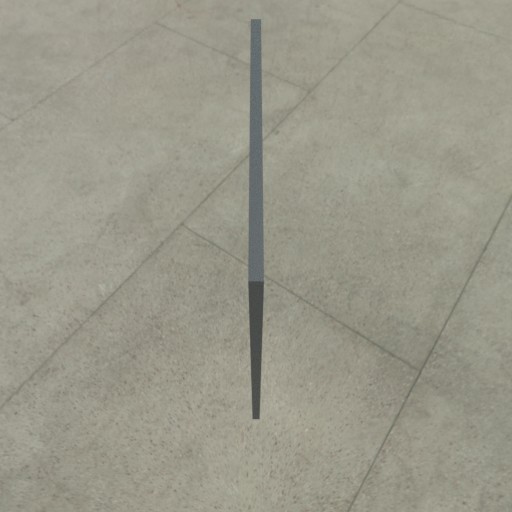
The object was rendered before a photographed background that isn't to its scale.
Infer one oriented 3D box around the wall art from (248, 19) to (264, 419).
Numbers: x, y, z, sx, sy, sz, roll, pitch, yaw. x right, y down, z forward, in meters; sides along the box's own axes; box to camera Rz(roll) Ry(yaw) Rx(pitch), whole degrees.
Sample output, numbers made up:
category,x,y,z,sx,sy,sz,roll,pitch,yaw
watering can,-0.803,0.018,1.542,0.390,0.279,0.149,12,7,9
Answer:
category,x,y,z,sx,sy,sz,roll,pitch,yaw
wall art,0.000,0.000,0.691,0.013,0.534,0.380,0,58,0
